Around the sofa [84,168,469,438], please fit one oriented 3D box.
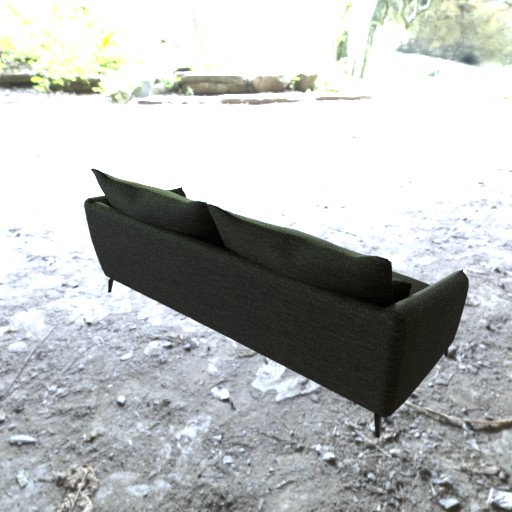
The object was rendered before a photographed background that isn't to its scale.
[{"bbox_3d":[0.000,0.000,2.394,2.019,0.843,0.807,20,35,32],"label":"sofa"}]
